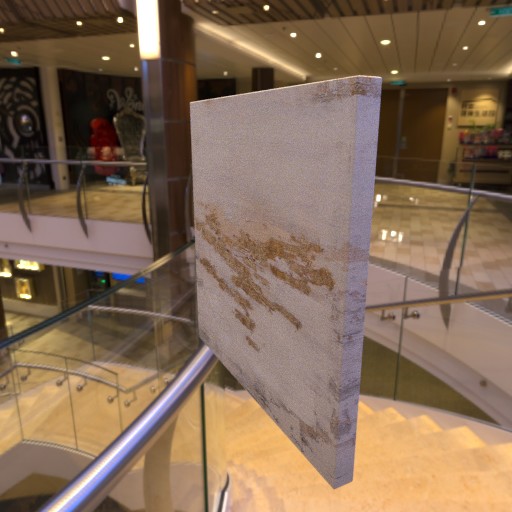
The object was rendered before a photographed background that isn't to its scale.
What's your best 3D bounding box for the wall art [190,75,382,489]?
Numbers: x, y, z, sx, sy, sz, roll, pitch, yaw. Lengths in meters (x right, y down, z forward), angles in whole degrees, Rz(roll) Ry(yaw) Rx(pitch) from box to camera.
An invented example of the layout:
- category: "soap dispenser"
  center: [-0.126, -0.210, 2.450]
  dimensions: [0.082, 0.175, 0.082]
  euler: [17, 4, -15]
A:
- category: "wall art"
  center: [0.000, 0.000, 0.888]
  dimensions: [0.040, 0.613, 0.611]
  euler: [-8, 18, -26]
